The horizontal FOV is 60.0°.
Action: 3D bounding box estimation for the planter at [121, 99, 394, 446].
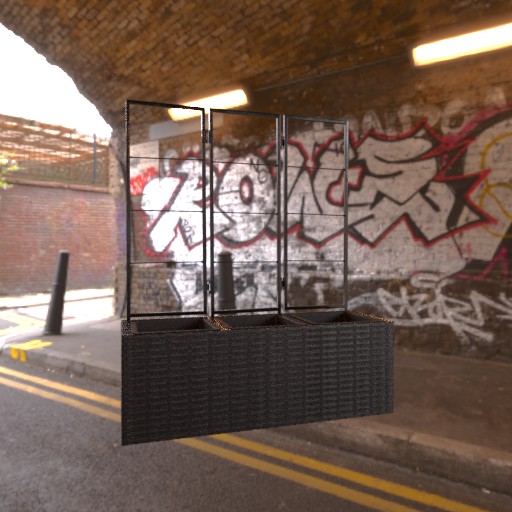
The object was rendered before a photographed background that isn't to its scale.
[{"bbox_3d":[0.000,0.000,1.194,0.698,0.841,0.244,0,0,-17],"label":"planter"}]
